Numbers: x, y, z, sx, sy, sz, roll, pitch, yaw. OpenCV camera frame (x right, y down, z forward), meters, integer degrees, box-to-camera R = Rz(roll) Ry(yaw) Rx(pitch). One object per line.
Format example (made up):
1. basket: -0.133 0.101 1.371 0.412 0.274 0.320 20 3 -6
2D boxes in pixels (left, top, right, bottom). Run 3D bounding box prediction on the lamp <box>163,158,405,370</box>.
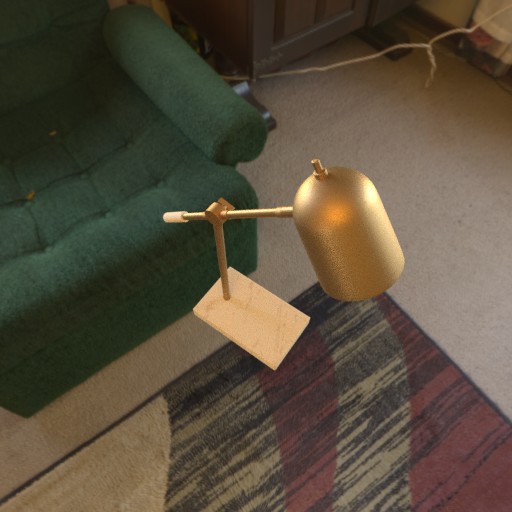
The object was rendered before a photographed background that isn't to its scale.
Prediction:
1. lamp: 0.000 0.000 0.808 0.471 0.603 0.144 32 64 18
